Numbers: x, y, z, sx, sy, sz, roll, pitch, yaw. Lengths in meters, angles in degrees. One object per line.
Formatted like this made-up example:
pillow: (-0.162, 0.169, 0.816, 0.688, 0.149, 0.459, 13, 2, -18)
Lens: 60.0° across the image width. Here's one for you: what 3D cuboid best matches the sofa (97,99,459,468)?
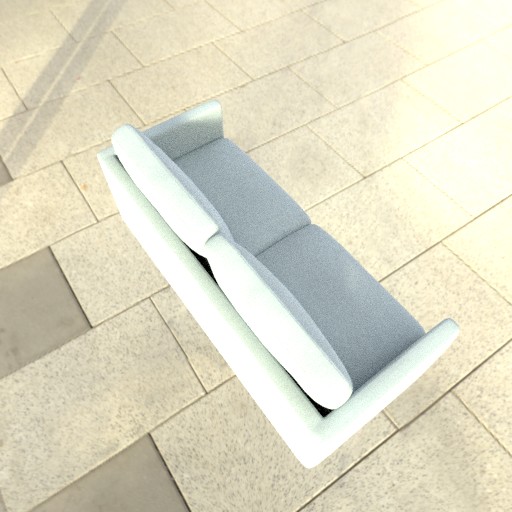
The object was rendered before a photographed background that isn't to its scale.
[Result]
sofa: (0.000, 0.000, 2.720, 0.951, 0.965, 2.208, -32, 62, -19)
